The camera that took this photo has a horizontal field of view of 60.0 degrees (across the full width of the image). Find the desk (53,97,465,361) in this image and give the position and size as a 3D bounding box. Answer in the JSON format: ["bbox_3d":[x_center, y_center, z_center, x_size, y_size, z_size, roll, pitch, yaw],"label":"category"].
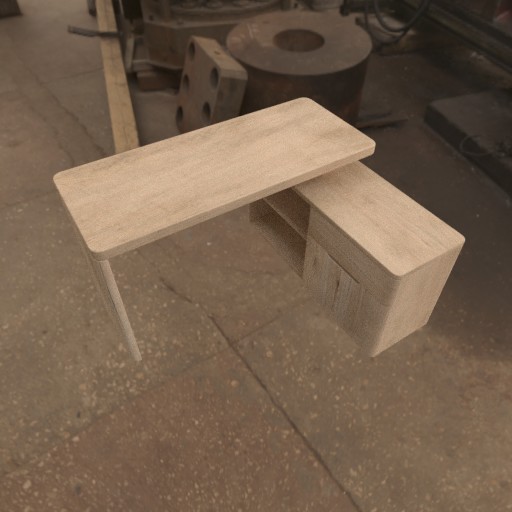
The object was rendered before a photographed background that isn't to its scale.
[{"bbox_3d":[0.000,0.000,2.139,1.400,0.770,1.175,-24,51,-22],"label":"desk"}]
